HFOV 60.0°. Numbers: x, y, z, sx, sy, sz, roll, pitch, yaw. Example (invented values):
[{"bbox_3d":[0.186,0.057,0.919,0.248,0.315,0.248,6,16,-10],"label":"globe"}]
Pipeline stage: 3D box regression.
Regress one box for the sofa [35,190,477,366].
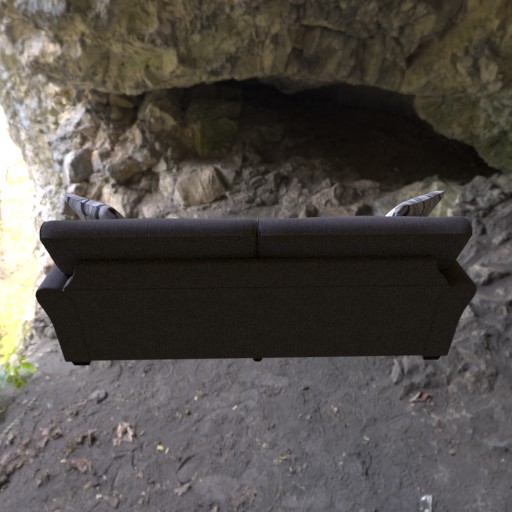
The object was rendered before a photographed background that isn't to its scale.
[{"bbox_3d":[0.000,0.000,2.442,2.032,0.813,0.889,-1,31,-1],"label":"sofa"}]
